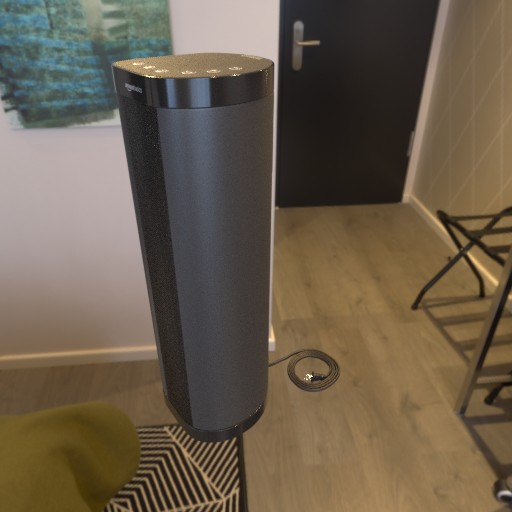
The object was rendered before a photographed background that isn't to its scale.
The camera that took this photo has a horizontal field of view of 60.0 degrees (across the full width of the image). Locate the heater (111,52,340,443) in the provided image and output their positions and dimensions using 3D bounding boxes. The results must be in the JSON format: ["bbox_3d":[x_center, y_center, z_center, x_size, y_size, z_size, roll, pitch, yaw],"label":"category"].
[{"bbox_3d":[0.000,0.000,0.670,0.312,0.552,0.174,-21,37,-30],"label":"heater"}]
